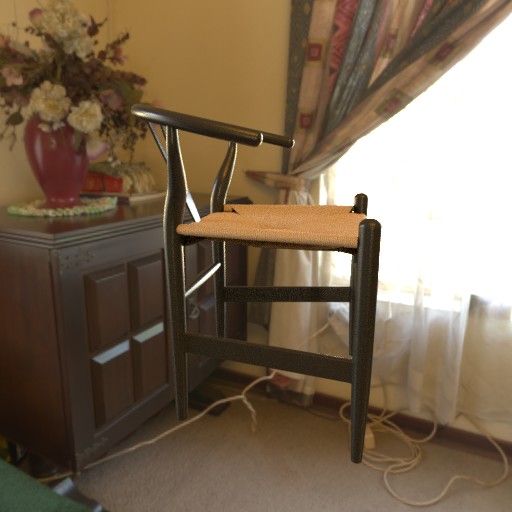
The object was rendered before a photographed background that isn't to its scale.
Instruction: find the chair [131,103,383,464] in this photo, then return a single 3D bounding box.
[{"bbox_3d":[0.000,0.000,1.134,0.570,0.739,0.570,3,14,11],"label":"chair"}]
